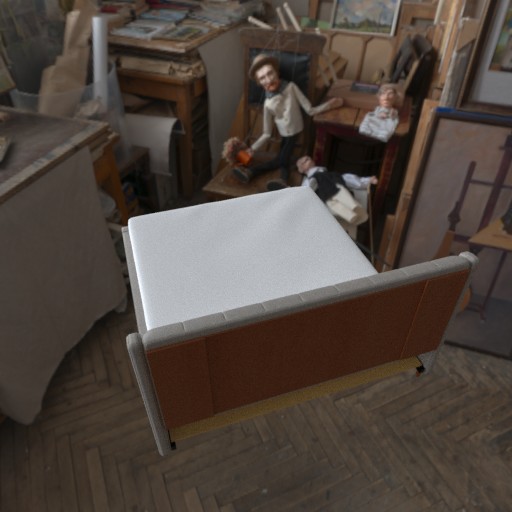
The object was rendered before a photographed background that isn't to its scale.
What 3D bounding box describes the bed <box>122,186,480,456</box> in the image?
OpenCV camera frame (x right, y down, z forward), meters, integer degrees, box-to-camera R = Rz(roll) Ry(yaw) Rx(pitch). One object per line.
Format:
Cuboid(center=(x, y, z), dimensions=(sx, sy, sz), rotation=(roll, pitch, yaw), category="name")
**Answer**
Cuboid(center=(0.000, 0.000, 3.615), dimensions=(2.062, 1.289, 2.342), rotation=(-12, 42, -14), category="bed")
